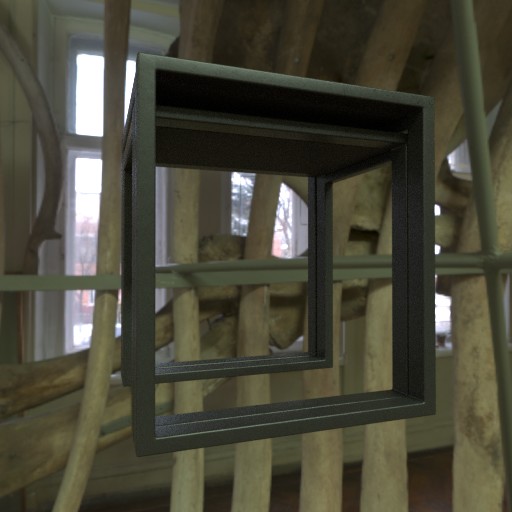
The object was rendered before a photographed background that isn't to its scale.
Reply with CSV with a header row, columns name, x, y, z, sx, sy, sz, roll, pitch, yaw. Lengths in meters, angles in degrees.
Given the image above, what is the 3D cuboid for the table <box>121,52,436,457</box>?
name,x,y,z,sx,sy,sz,roll,pitch,yaw
table,0.000,0.000,0.893,0.500,0.550,0.449,0,-1,-19
